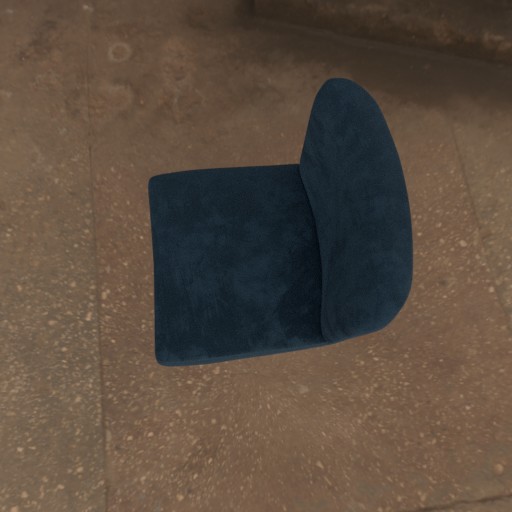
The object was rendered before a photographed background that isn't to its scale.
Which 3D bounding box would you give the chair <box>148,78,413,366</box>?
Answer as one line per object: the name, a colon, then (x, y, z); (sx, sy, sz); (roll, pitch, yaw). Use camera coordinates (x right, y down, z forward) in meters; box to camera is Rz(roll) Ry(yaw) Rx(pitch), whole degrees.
chair: (0.000, 0.000, 1.177); (0.560, 0.824, 0.530); (-6, 75, -1)
